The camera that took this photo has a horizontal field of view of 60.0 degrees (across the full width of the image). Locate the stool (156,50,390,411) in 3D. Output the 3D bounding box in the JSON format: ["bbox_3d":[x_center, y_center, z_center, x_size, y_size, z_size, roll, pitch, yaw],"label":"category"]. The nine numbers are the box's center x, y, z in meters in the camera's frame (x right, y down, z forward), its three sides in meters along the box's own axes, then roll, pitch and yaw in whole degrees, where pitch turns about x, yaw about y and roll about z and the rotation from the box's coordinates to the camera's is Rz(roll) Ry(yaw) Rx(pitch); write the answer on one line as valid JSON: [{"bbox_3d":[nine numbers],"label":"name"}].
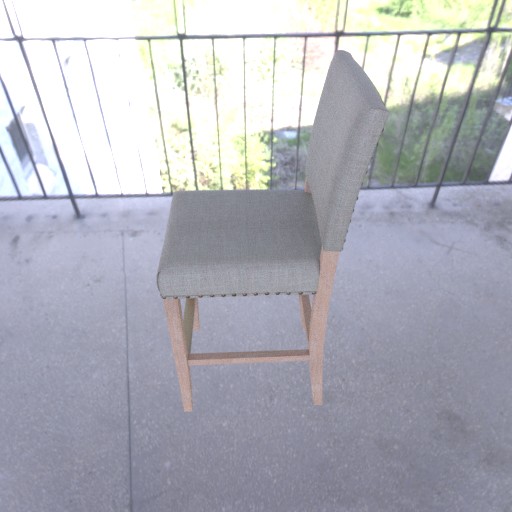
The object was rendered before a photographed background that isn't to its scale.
[{"bbox_3d":[0.000,0.000,1.479,0.585,1.173,0.445,-1,40,-1],"label":"stool"}]
